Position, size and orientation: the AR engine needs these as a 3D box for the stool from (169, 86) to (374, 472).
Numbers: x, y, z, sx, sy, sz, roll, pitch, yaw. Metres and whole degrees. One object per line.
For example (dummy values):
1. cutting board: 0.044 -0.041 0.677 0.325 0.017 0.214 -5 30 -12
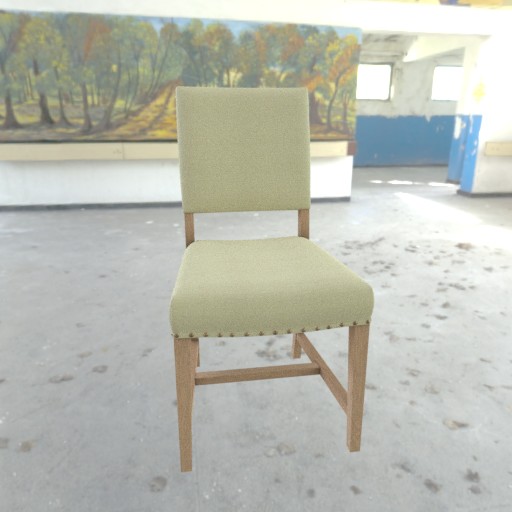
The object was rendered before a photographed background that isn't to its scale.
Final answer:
1. stool: 0.000 0.000 1.339 0.508 0.986 0.623 -3 18 -9
